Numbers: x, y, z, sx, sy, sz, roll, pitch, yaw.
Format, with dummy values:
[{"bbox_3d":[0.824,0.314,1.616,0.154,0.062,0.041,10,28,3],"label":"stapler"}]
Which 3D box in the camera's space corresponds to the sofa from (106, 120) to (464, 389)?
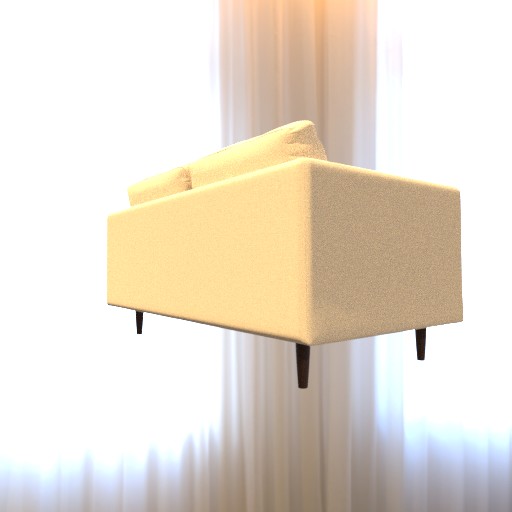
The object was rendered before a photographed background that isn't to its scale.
[{"bbox_3d":[0.000,0.000,2.217,0.940,0.893,1.713,1,-1,-37],"label":"sofa"}]
